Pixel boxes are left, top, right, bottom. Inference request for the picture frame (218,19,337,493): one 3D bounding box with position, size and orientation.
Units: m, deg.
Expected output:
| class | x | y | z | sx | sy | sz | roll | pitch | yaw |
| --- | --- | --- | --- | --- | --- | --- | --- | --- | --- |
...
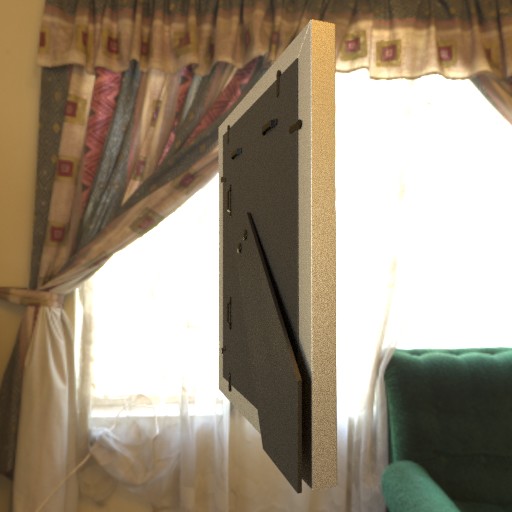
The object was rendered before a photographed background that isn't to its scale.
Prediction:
| class | x | y | z | sx | sy | sz | roll | pitch | yaw |
| --- | --- | --- | --- | --- | --- | --- | --- | --- | --- |
| picture frame | 0.000 | 0.000 | 0.509 | 0.036 | 0.386 | 0.307 | 0 | -1 | -19 |
